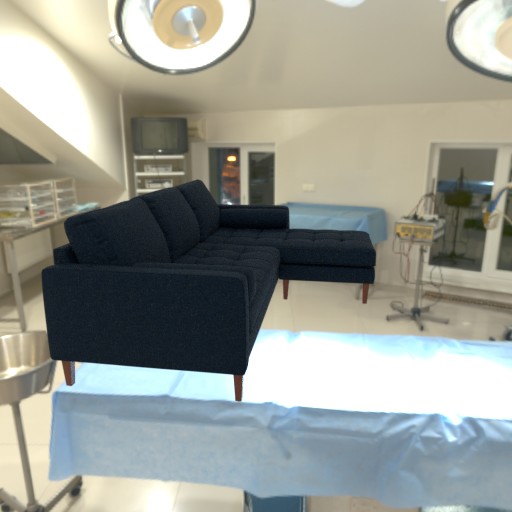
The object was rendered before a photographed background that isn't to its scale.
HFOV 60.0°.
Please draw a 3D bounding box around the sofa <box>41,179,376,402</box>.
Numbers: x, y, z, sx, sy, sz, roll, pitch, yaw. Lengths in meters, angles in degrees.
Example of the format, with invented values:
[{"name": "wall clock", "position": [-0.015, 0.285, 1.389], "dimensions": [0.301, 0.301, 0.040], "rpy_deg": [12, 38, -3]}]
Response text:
[{"name": "sofa", "position": [0.000, 0.000, 2.911], "dimensions": [1.613, 0.841, 2.185], "rpy_deg": [2, 15, 9]}]
